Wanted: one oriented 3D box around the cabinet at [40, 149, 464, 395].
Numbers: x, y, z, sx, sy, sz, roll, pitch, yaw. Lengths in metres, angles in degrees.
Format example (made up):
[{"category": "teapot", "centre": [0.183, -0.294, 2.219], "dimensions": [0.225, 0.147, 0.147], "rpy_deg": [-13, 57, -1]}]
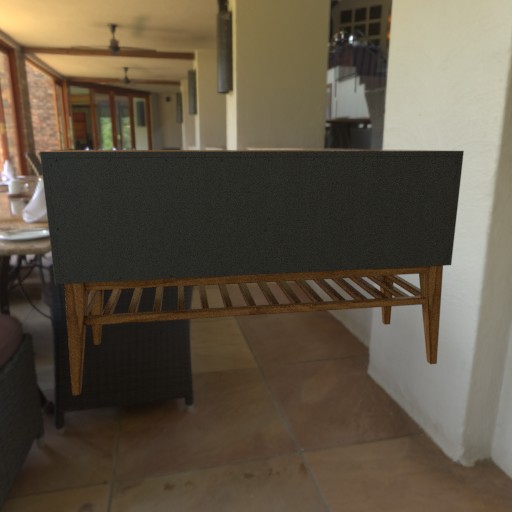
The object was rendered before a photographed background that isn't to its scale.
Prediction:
[{"category": "cabinet", "centre": [0.000, 0.000, 1.732], "dimensions": [1.363, 0.802, 0.477], "rpy_deg": [-2, 14, -9]}]
